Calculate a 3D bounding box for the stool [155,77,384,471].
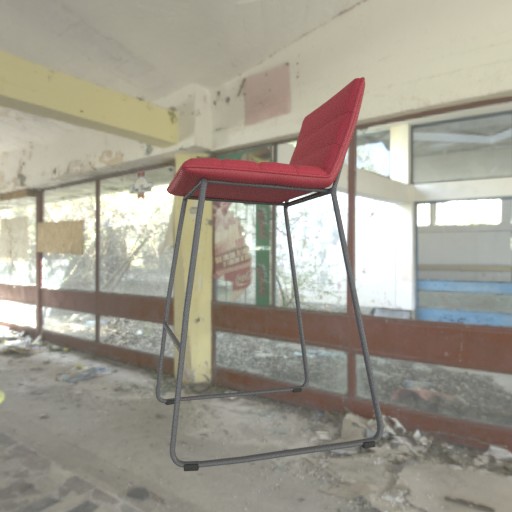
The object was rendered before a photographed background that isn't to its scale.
[{"bbox_3d":[0.000,0.000,1.252,0.524,0.937,0.489,0,0,-17],"label":"stool"}]
